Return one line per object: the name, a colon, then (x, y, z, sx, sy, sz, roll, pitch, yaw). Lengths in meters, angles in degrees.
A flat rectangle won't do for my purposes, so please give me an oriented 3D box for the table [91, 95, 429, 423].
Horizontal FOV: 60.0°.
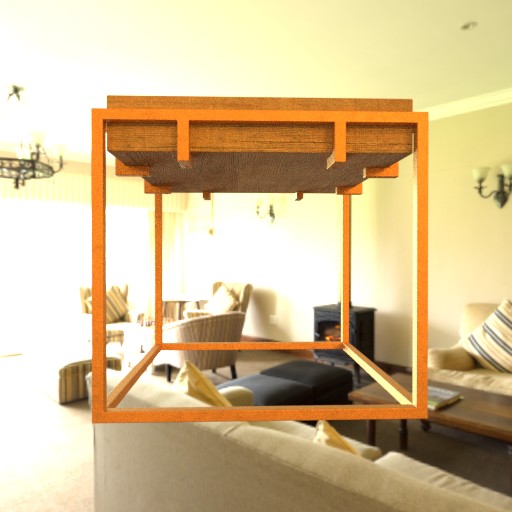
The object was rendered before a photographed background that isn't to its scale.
table: (0.000, 0.000, 1.087, 0.599, 0.584, 0.599, 0, 0, -2)
